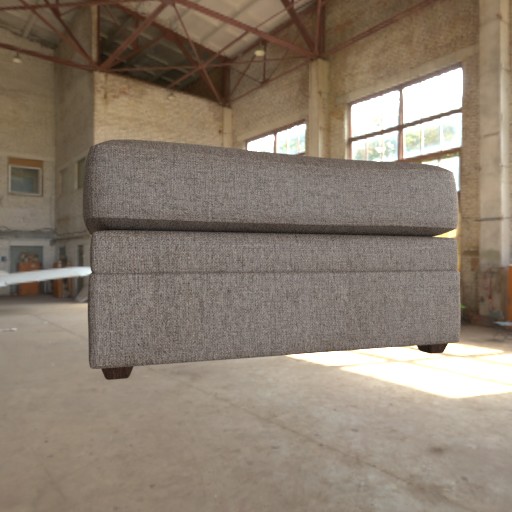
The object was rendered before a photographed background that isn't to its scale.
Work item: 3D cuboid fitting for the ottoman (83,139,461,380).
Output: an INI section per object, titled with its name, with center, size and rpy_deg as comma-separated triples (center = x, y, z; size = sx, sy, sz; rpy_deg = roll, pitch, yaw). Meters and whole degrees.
[ottoman]
center = 0.000, 0.000, 1.224
size = 0.885, 0.478, 0.637
rpy_deg = 0, -1, -18
